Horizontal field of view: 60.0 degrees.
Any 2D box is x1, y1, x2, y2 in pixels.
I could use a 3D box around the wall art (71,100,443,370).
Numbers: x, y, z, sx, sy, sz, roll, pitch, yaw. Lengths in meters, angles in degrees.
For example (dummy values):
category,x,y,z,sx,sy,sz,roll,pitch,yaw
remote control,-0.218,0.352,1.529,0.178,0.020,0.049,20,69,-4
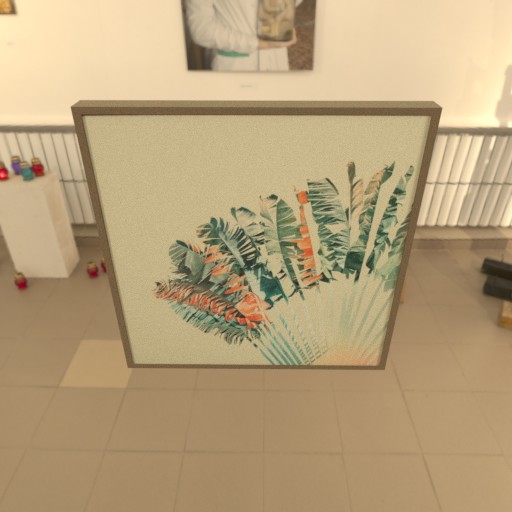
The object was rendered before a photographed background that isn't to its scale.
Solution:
category,x,y,z,sx,sy,sz,roll,pitch,yaw
wall art,0.000,0.000,0.758,0.508,0.506,0.038,0,32,0
